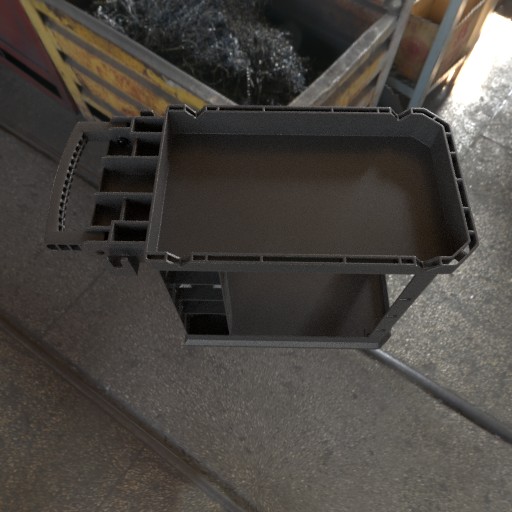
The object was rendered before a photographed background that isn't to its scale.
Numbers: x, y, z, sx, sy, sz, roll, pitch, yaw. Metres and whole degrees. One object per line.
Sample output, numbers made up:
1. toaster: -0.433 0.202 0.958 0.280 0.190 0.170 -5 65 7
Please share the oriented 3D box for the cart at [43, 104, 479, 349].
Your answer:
1. cart: 0.000 0.000 1.525 1.061 0.884 0.497 1 63 0
